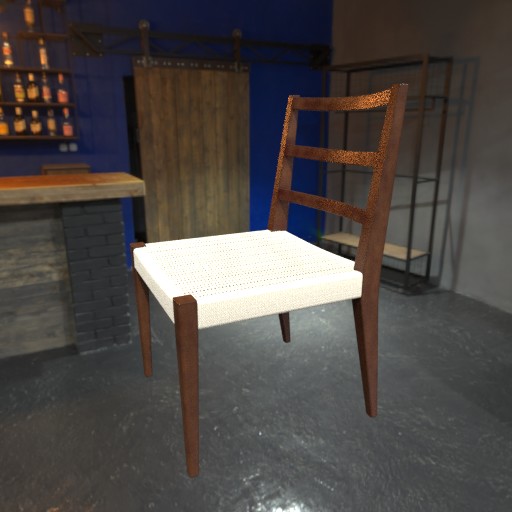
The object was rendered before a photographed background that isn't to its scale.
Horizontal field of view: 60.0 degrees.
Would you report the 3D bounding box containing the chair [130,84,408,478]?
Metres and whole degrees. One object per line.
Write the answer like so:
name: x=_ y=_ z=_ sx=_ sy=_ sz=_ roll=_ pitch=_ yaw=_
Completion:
chair: x=0.000 y=0.000 z=1.143 sx=0.551 sy=0.813 sz=0.480 roll=-8 pitch=18 yaw=-24
